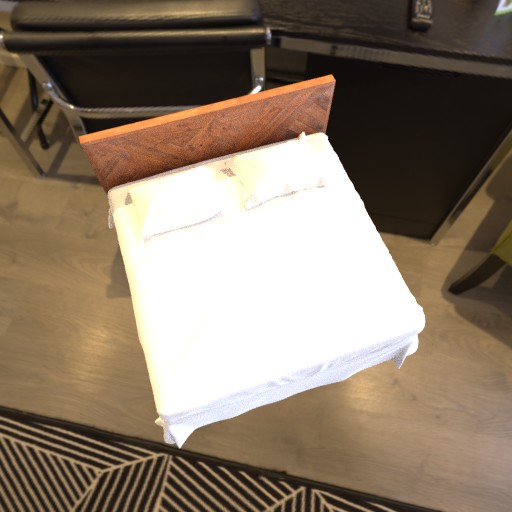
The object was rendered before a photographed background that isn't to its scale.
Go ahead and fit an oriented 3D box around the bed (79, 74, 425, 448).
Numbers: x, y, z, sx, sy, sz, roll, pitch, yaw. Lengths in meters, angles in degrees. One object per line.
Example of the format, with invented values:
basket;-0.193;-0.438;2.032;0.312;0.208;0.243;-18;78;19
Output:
bed;0.000;0.000;3.442;2.255;1.158;2.165;-17;64;-8
